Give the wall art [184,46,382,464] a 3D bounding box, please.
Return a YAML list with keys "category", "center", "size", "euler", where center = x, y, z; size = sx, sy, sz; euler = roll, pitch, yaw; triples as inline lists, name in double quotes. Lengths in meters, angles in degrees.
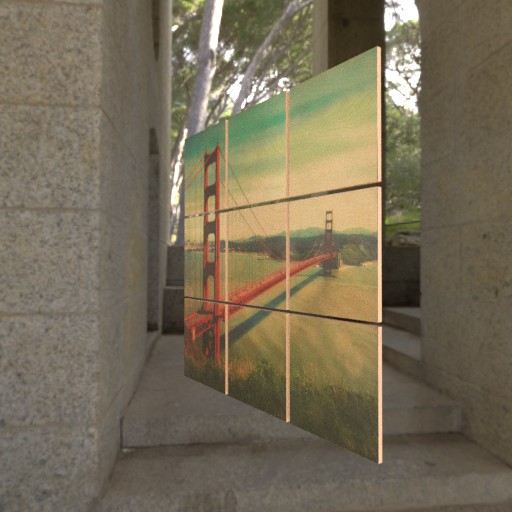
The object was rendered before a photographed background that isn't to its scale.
- category: "wall art"
  center: [0.000, 0.000, 1.775]
  size: [0.016, 1.207, 1.217]
  euler: [1, -1, -36]
